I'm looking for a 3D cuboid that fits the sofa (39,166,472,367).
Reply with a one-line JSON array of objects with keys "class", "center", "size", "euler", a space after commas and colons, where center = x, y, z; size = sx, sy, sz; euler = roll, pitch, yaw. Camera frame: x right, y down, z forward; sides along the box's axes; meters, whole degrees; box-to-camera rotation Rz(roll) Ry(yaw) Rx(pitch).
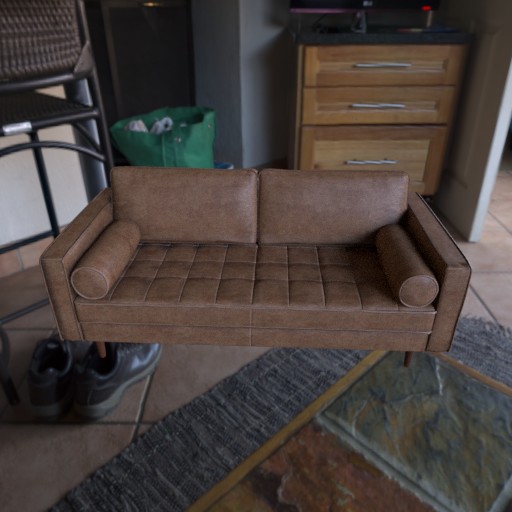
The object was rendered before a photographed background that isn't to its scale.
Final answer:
[{"class": "sofa", "center": [0.000, 0.000, 2.402], "size": [1.920, 0.825, 0.924], "euler": [1, 29, 2]}]
